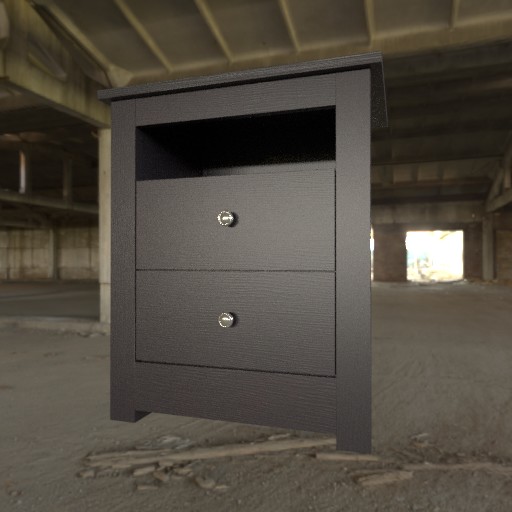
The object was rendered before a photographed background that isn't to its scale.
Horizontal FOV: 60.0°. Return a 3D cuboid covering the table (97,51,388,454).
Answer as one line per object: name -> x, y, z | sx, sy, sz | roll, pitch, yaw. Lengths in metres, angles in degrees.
table -> 0.000, 0.000, 1.050 | 0.589, 0.711, 0.408 | 0, -1, 18
